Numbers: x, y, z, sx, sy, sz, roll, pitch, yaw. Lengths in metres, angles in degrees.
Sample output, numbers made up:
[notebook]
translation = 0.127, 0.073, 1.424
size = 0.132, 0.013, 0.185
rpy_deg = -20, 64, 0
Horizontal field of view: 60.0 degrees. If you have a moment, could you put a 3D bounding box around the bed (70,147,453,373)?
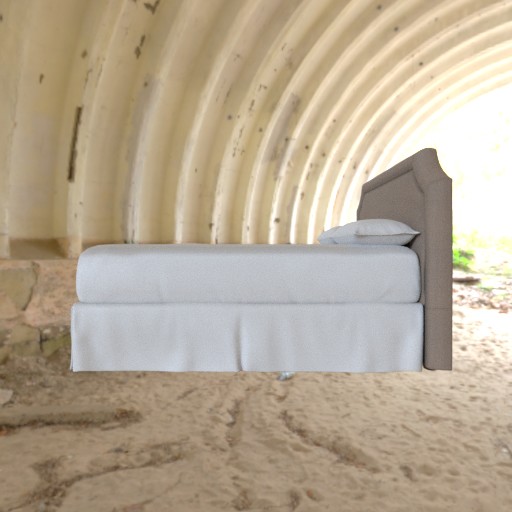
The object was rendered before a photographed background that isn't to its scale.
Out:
[bed]
translation = 0.000, 0.000, 3.301
size = 2.164, 1.303, 1.828
rpy_deg = 0, 1, 0
